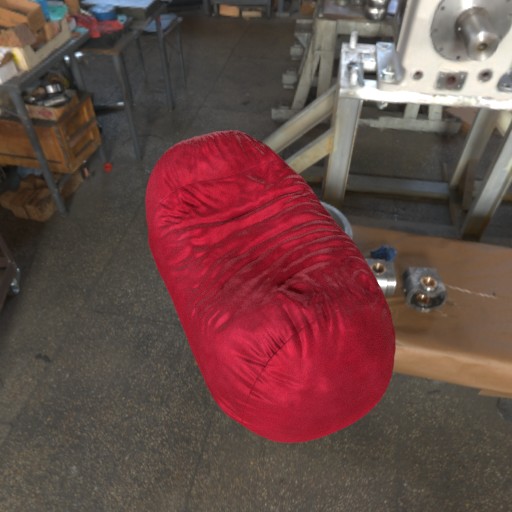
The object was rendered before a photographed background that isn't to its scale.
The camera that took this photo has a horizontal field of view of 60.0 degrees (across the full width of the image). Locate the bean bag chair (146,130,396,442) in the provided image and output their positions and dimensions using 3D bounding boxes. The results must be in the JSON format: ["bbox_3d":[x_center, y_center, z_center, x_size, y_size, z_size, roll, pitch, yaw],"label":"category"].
[{"bbox_3d":[0.000,0.000,2.873,1.216,0.867,2.293,-17,49,-15],"label":"bean bag chair"}]
